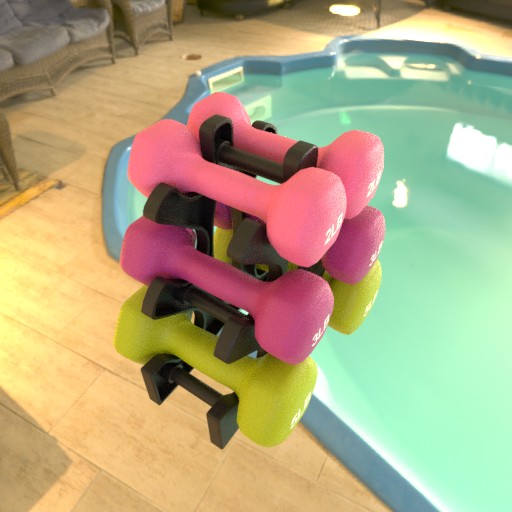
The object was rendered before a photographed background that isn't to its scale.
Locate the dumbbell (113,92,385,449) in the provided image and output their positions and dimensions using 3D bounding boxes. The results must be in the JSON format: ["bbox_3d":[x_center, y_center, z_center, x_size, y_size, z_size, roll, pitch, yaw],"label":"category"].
[{"bbox_3d":[0.000,0.000,0.433,0.203,0.261,0.257,25,48,25],"label":"dumbbell"}]
